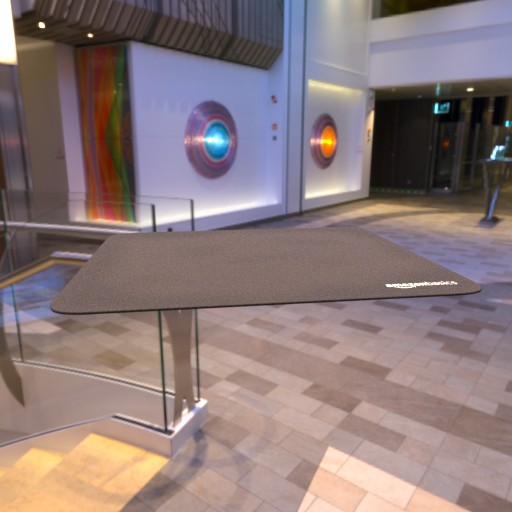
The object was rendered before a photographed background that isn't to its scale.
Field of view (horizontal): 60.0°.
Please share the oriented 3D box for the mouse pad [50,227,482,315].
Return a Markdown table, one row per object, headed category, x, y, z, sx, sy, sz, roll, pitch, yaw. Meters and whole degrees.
| category | x | y | z | sx | sy | sz | roll | pitch | yaw |
| --- | --- | --- | --- | --- | --- | --- | --- | --- | --- |
| mouse pad | 0.000 | 0.000 | 0.431 | 0.315 | 0.002 | 0.269 | -2 | 14 | -8 |
